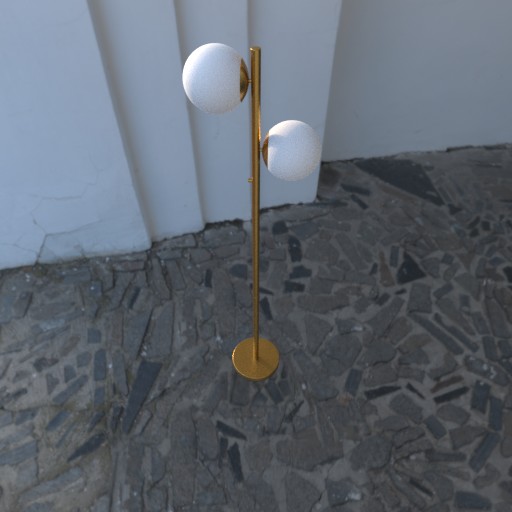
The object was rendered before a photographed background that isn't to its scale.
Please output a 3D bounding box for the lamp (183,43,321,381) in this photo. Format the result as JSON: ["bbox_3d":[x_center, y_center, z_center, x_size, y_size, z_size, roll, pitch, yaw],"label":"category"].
[{"bbox_3d":[0.000,0.000,1.793,0.419,1.641,0.249,3,46,3],"label":"lamp"}]
